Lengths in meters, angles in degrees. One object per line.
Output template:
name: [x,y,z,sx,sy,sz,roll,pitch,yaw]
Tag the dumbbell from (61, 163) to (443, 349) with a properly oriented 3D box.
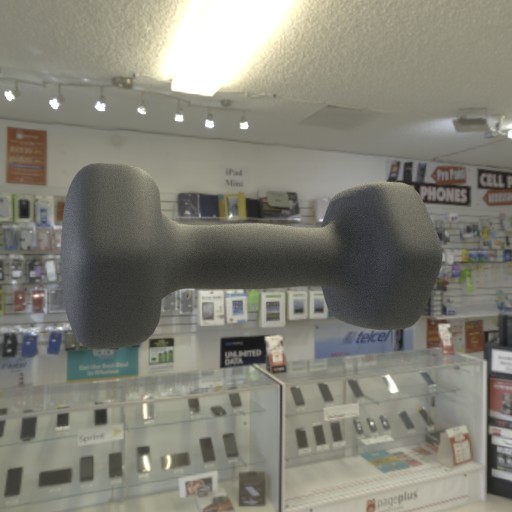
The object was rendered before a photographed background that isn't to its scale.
dumbbell: [0.000,0.000,0.299,0.240,0.105,0.116,0,0,-19]
